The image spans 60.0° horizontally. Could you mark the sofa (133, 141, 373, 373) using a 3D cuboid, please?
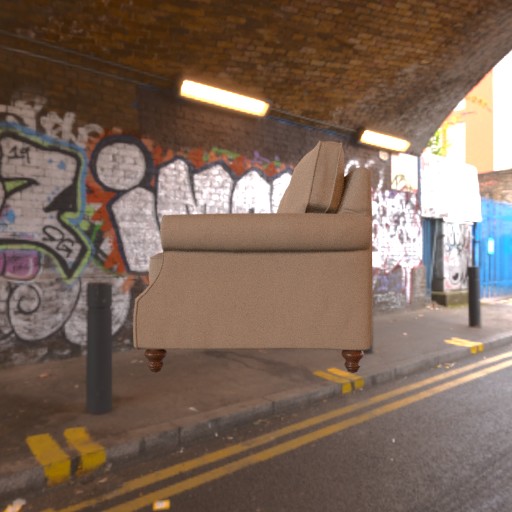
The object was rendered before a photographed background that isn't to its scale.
[{"bbox_3d":[0.000,0.000,2.832,0.966,0.948,2.354,0,0,1],"label":"sofa"}]
